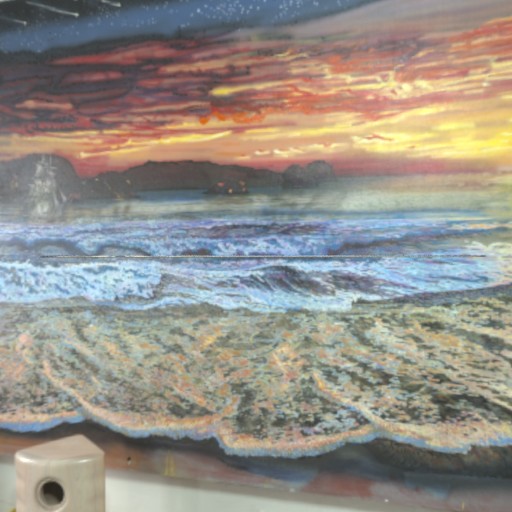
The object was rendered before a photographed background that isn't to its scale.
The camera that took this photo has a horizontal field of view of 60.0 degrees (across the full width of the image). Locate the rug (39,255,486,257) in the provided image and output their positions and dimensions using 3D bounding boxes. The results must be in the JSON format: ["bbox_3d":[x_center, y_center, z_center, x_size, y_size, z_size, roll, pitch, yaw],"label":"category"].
[{"bbox_3d":[0.000,0.000,2.541,2.108,0.009,1.248,0,0,-18],"label":"rug"}]
